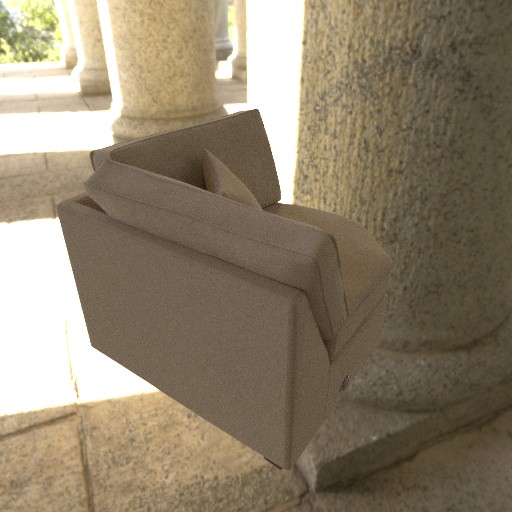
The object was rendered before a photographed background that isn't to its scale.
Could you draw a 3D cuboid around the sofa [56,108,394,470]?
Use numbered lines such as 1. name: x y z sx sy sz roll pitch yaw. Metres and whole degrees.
1. sofa: 0.000 0.000 1.834 1.050 0.937 1.042 21 37 31
